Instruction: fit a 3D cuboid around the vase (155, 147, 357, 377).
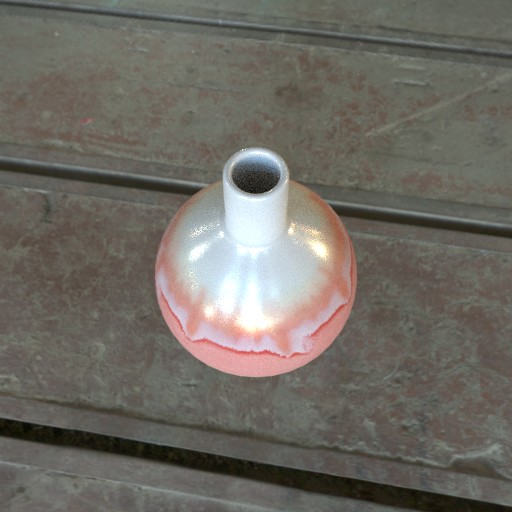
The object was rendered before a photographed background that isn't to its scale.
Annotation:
[{"bbox_3d":[0.000,0.000,0.280,0.137,0.176,0.137,0,64,0],"label":"vase"}]
